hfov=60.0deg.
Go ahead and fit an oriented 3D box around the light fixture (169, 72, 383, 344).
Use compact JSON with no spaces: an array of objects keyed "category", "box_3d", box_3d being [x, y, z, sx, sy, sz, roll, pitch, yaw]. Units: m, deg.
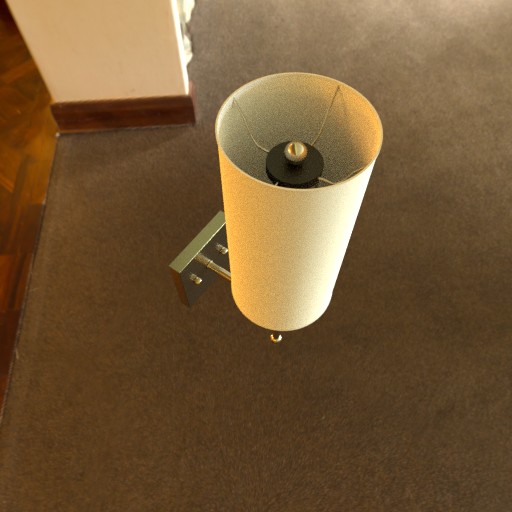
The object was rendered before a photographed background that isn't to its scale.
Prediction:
[{"category":"light fixture","box_3d":[0.000,0.000,0.549,0.208,0.462,0.128,31,64,17]}]
